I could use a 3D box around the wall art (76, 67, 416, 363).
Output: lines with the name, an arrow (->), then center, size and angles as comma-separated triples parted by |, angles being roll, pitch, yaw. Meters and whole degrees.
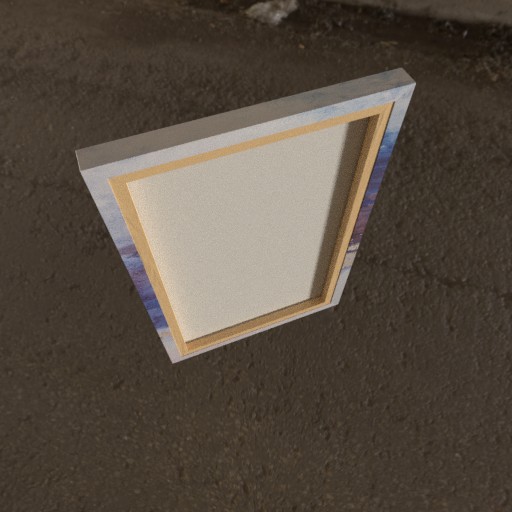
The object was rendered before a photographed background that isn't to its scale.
wall art -> 0.000, 0.000, 1.101 | 0.583, 0.874, 0.048 | -18, 59, -11
